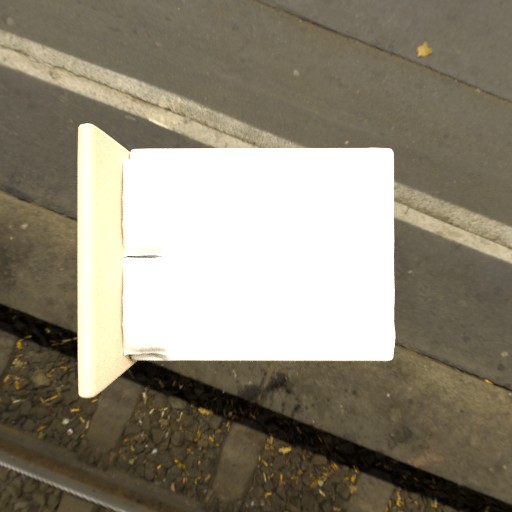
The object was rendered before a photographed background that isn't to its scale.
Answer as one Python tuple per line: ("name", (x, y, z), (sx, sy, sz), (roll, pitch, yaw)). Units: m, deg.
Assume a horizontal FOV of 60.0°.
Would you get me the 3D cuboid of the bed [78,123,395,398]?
("bed", (0.000, 0.000, 3.270), (2.142, 1.330, 1.723), (0, 90, 1))
